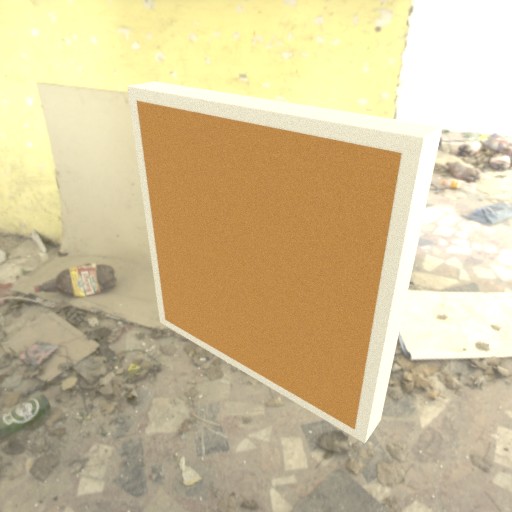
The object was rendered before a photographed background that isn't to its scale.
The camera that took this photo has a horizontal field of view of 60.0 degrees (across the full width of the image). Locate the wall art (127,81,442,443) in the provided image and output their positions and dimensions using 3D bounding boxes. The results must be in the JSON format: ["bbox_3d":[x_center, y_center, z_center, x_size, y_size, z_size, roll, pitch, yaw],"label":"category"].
[{"bbox_3d":[0.000,0.000,0.458,0.305,0.305,0.037,22,37,32],"label":"wall art"}]
